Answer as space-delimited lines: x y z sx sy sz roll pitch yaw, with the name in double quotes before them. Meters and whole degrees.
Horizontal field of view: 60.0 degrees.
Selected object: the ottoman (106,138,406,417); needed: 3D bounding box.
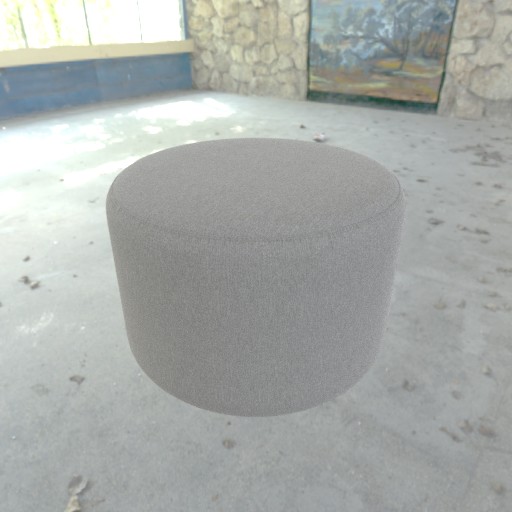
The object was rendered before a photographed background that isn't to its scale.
"ottoman" 0.000 0.000 1.004 0.608 0.433 0.608 0 28 0
